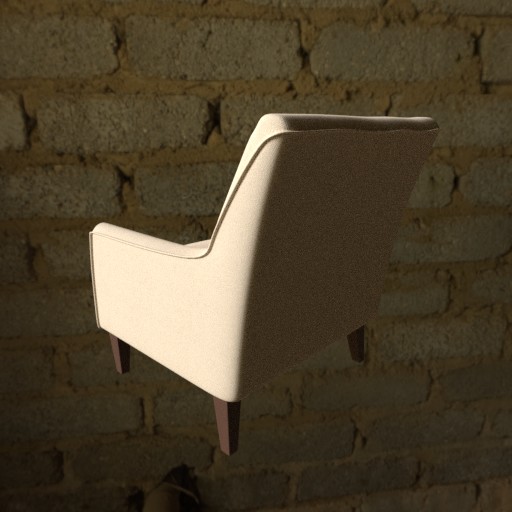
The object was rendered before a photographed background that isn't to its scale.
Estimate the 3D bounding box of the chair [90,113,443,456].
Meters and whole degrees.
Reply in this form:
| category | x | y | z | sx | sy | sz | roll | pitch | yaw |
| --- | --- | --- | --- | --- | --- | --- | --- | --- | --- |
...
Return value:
| category | x | y | z | sx | sy | sz | roll | pitch | yaw |
| --- | --- | --- | --- | --- | --- | --- | --- | --- | --- |
| chair | 0.000 | 0.000 | 1.535 | 0.899 | 0.919 | 0.780 | 15 | 22 | 41 |
